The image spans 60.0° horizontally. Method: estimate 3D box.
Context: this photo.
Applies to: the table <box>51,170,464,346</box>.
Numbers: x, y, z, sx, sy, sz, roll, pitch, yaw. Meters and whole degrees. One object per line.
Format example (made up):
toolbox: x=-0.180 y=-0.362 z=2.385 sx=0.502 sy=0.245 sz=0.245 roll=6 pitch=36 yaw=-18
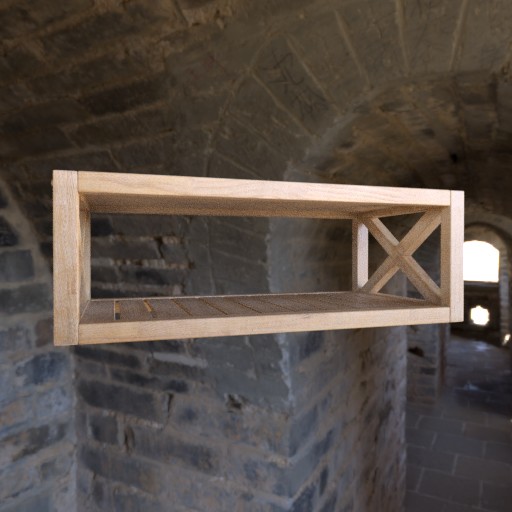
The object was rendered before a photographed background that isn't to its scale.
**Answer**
table: x=0.000 y=0.000 z=1.655 sx=1.321 sy=0.457 sz=0.660 roll=0 pitch=1 yaw=-18
